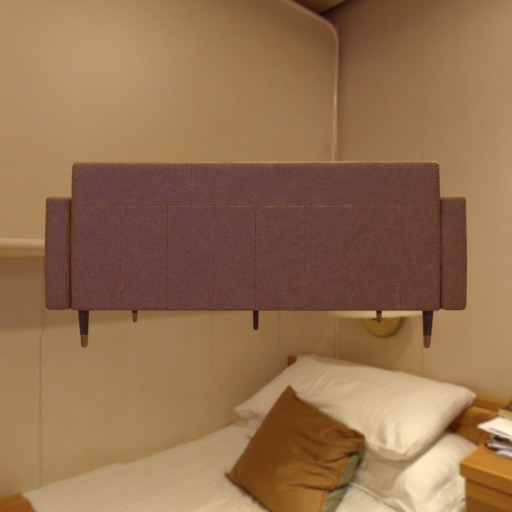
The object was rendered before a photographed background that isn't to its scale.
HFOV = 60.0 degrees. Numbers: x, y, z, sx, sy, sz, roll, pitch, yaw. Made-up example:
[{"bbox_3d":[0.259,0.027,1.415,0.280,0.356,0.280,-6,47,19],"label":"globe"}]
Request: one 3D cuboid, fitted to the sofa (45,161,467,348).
[{"bbox_3d":[0.000,0.000,2.388,1.847,0.821,0.993,0,-1,1],"label":"sofa"}]
